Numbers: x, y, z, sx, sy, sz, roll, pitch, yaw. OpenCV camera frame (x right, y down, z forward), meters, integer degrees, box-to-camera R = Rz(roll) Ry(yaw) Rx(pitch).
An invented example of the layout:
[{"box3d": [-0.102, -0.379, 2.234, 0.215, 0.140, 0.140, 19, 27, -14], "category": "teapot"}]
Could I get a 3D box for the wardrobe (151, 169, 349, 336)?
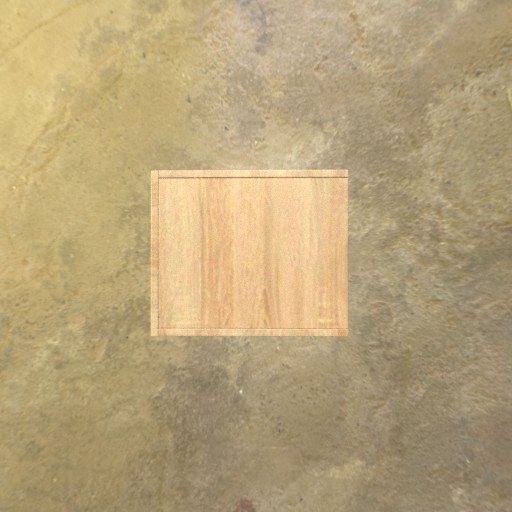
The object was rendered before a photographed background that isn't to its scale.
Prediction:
[{"box3d": [0.000, 0.000, 2.375, 0.588, 2.117, 0.496, 0, 90, 1], "category": "wardrobe"}]
